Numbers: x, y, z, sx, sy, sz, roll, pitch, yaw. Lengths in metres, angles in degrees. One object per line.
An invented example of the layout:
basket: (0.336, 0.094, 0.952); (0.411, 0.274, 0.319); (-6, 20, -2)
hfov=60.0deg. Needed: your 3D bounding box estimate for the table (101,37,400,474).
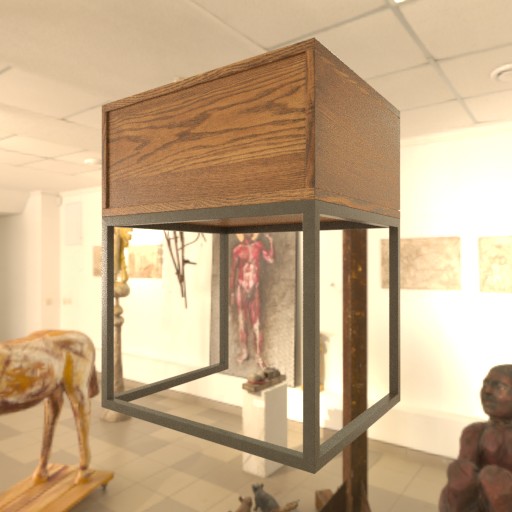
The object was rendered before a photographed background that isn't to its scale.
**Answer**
table: (0.000, 0.000, 0.919); (0.482, 0.610, 0.400); (0, 0, 35)
